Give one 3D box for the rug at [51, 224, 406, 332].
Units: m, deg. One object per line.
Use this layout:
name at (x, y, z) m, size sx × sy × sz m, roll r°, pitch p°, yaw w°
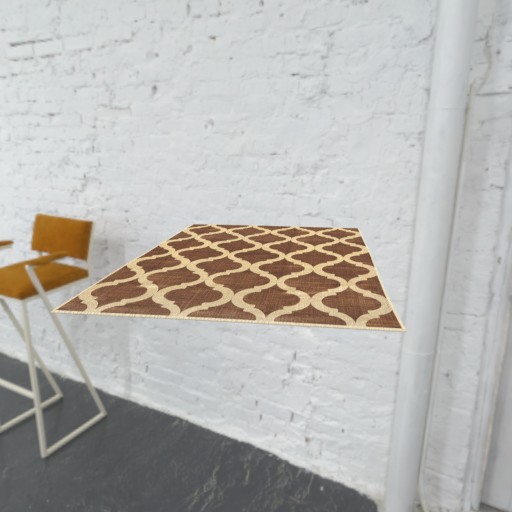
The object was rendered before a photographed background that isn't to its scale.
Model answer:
rug at (0.000, 0.000, 2.940) m, size 1.522 × 0.008 × 2.284 m, roll 2°, pitch 14°, yaw 8°
